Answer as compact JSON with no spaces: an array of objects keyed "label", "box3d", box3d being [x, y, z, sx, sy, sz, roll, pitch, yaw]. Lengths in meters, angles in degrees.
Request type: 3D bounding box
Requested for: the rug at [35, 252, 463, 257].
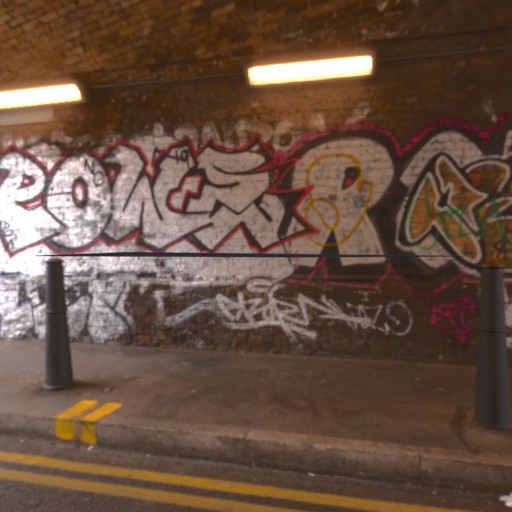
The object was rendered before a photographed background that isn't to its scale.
[{"label":"rug","box3d":[0.000,0.000,2.250,1.819,0.005,1.200,0,-1,-37]}]
